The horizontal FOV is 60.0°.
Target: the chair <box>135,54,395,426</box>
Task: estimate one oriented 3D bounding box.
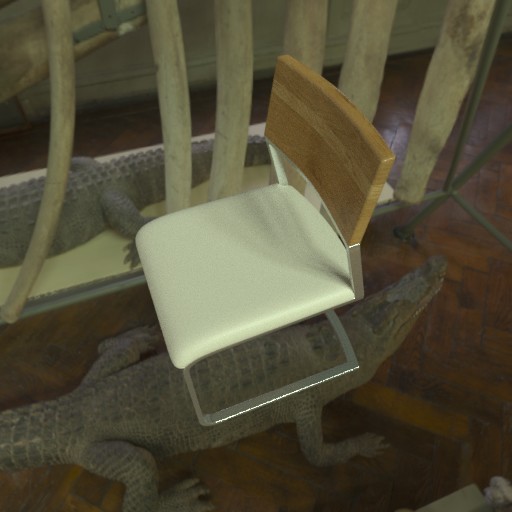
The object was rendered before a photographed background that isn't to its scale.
[{"bbox_3d":[0.000,0.000,1.198,0.585,0.844,0.467,-16,49,-15],"label":"chair"}]
